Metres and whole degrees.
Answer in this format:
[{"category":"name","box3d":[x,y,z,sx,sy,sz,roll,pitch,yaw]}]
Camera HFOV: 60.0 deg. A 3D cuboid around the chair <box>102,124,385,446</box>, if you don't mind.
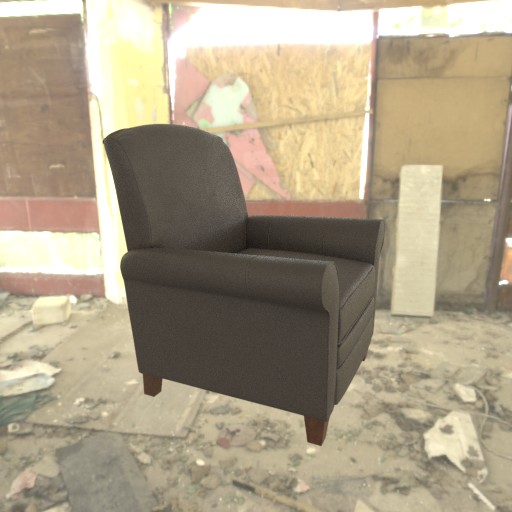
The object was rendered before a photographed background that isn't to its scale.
[{"category":"chair","box3d":[0.000,0.000,1.833,0.902,1.061,0.978,7,15,25]}]
